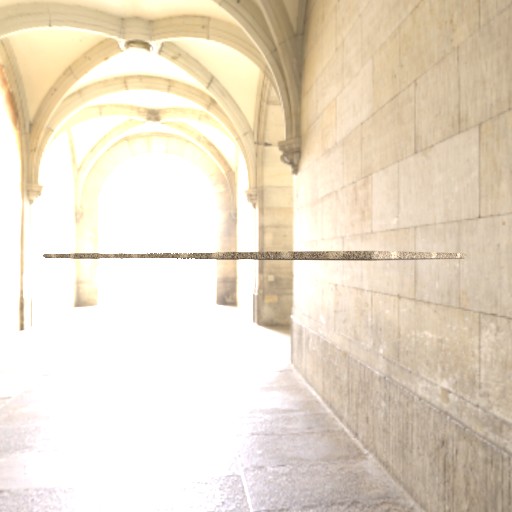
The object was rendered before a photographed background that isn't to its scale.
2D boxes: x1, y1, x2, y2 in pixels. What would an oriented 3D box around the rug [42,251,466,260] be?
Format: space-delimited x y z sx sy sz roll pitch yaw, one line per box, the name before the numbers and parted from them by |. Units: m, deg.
rug | 0.000 0.000 2.078 1.600 0.025 1.200 0 0 36
